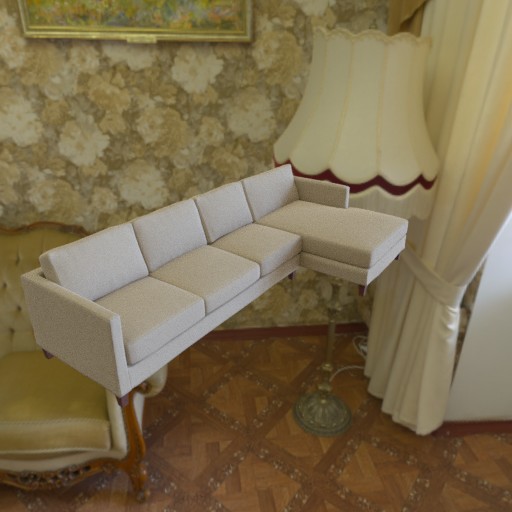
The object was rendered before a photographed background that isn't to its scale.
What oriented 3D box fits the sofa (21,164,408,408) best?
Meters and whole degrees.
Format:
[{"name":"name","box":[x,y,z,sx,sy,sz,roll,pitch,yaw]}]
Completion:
[{"name":"sofa","box":[0.000,0.000,3.795,1.625,0.861,3.186,17,31,32]}]
